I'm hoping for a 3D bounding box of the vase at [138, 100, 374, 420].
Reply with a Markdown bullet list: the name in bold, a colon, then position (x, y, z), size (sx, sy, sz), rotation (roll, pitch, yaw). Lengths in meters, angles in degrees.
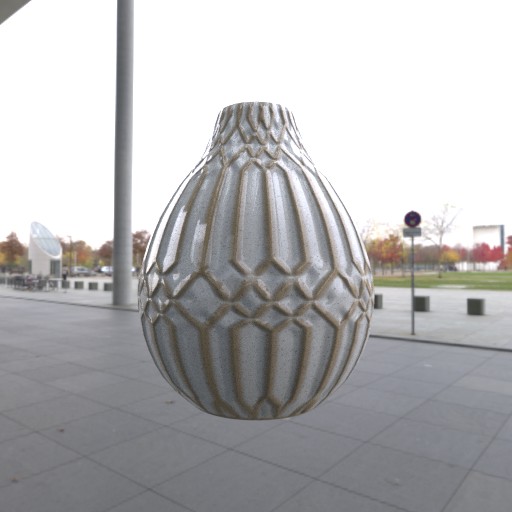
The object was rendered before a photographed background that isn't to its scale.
- **vase**: position (0.000, 0.000, 0.309), size (0.159, 0.200, 0.159), rotation (0, -1, 0)
